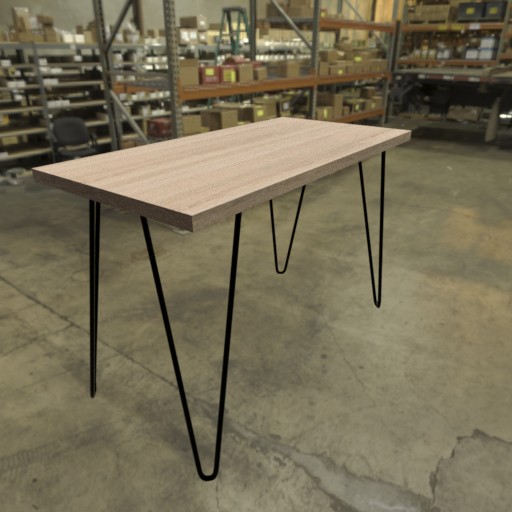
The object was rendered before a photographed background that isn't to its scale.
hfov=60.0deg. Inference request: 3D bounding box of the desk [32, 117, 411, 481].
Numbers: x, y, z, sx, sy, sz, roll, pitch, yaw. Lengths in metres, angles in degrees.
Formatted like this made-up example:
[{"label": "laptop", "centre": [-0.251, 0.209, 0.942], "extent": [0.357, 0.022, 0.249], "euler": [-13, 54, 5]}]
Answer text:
[{"label": "desk", "centre": [0.000, 0.000, 1.345], "extent": [0.499, 0.660, 0.991], "euler": [18, 31, 33]}]
